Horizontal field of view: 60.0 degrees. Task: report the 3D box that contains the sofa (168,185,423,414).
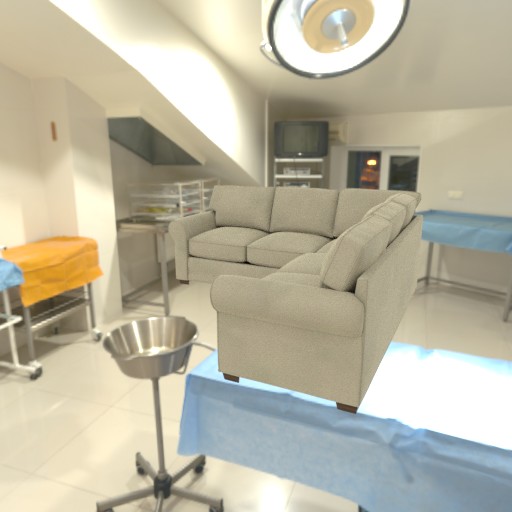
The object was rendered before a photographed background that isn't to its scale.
[{"bbox_3d":[0.000,0.000,3.934,2.487,1.053,2.562,7,16,26],"label":"sofa"}]
